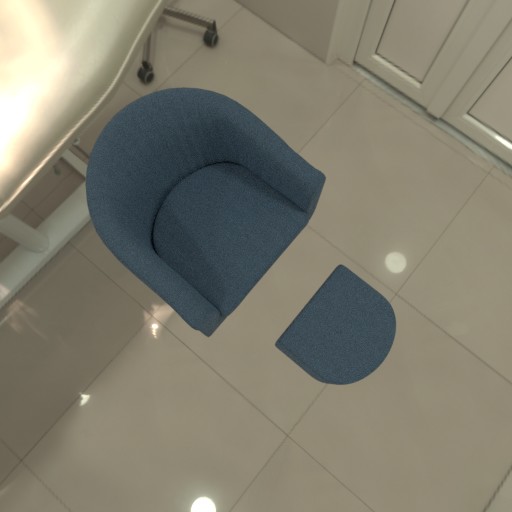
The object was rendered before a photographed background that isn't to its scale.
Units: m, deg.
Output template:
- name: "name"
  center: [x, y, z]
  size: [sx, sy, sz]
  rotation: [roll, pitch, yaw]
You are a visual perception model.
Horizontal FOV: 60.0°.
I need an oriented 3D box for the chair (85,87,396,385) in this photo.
- name: "chair"
  center: [0.000, 0.000, 1.791]
  size: [1.288, 0.757, 0.756]
  rotation: [39, 78, 10]
